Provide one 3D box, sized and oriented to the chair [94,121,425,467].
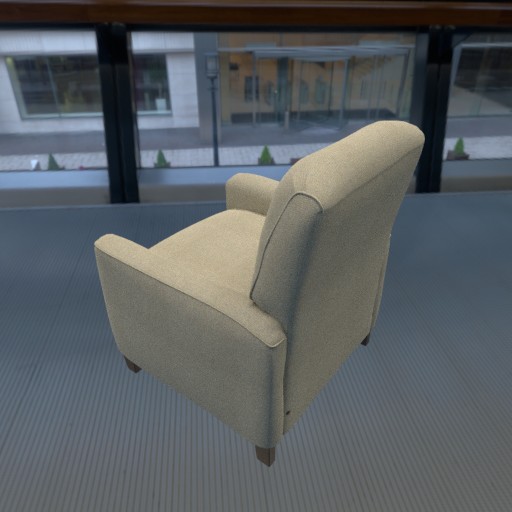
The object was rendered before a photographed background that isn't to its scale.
[{"bbox_3d":[0.000,0.000,1.609,0.853,1.006,0.850,22,38,31],"label":"chair"}]
